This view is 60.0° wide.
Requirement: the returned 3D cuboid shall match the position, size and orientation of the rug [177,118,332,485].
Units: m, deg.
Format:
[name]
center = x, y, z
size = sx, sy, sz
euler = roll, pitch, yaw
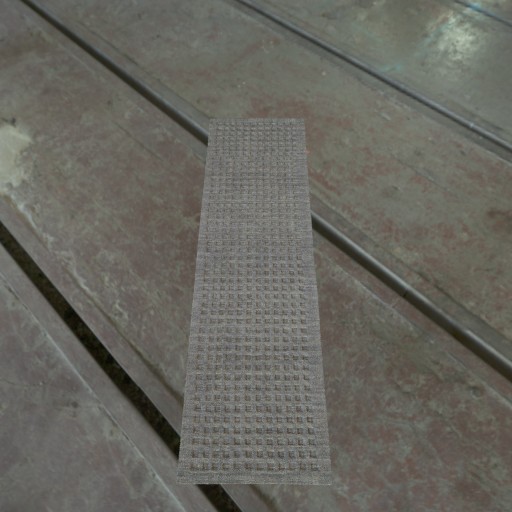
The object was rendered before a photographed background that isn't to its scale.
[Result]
[rug]
center = 0.000, 0.000, 2.656
size = 0.706, 0.009, 2.443
euler = 0, 57, 0
